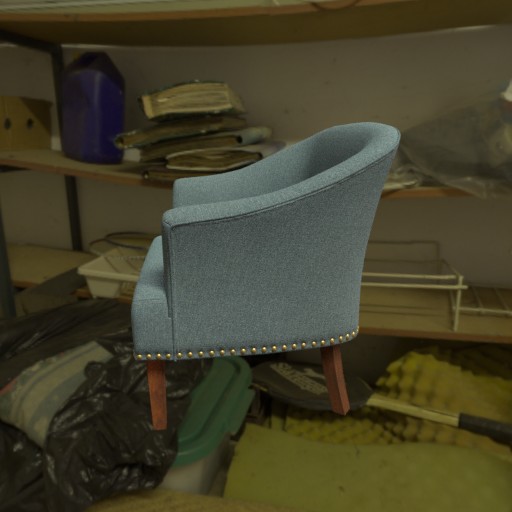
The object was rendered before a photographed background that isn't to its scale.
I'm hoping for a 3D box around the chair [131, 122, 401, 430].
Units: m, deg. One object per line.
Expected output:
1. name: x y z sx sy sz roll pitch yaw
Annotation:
1. chair: 0.000 0.000 1.407 0.704 0.815 0.772 -2 16 -8
